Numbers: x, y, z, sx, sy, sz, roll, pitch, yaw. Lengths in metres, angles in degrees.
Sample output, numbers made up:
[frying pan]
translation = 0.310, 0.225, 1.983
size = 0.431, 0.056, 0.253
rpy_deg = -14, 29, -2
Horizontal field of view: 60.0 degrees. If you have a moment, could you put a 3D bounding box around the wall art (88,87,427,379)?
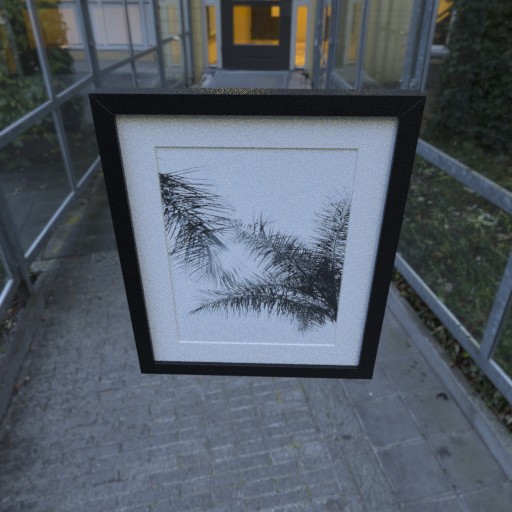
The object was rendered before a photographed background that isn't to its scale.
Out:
[wall art]
translation = 0.000, 0.000, 0.536
size = 0.325, 0.380, 0.028
rpy_deg = 1, 31, 2
